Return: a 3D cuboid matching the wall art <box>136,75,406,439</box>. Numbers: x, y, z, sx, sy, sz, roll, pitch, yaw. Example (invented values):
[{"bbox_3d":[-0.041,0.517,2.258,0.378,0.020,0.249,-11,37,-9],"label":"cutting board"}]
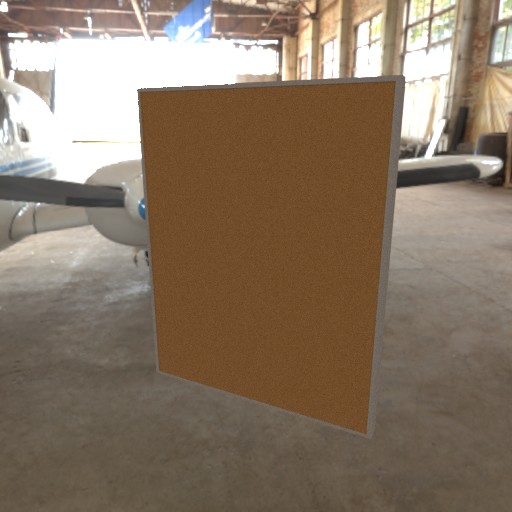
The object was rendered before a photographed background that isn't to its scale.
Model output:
[{"bbox_3d":[0.000,0.000,1.048,0.611,0.763,0.055,8,18,26],"label":"wall art"}]
